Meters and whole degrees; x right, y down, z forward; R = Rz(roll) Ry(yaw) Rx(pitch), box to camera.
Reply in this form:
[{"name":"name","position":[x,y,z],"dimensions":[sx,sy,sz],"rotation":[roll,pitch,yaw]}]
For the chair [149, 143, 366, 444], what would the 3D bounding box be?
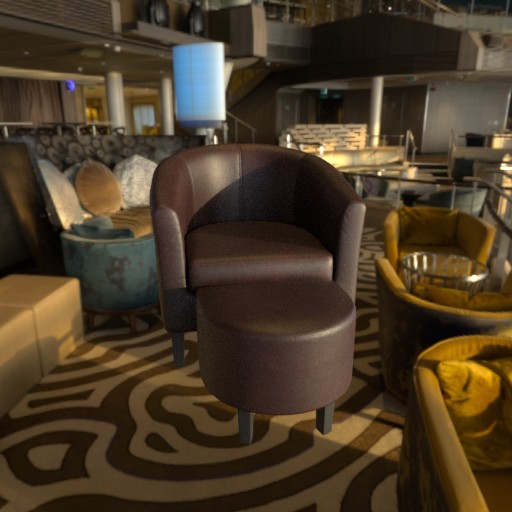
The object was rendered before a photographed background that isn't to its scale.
[{"name":"chair","position":[0.000,0.000,1.621],"dimensions":[0.737,0.755,1.176],"rotation":[-3,17,-9]}]
